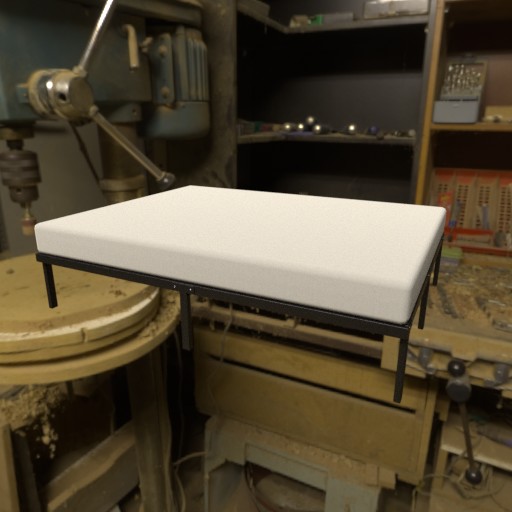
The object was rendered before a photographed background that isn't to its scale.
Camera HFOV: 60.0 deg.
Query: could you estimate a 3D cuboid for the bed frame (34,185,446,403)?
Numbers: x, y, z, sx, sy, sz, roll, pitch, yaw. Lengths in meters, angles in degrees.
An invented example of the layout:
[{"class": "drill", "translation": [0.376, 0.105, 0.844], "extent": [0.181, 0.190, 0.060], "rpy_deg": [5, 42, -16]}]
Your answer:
[{"class": "bed frame", "translation": [0.000, 0.000, 3.557], "extent": [2.635, 0.680, 1.990], "rpy_deg": [9, 20, 25]}]
